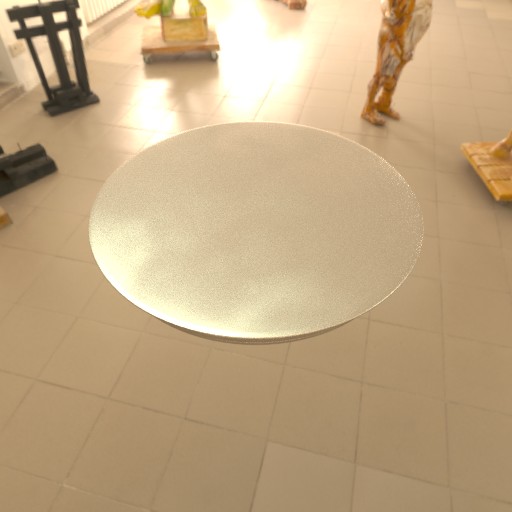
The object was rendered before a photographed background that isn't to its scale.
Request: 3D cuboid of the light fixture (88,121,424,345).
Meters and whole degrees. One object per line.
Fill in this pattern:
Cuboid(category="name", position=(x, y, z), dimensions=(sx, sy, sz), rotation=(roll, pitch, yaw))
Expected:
Cuboid(category="light fixture", position=(0.000, 0.000, 0.430), dimensions=(0.280, 0.135, 0.280), rotation=(0, 45, 0))
